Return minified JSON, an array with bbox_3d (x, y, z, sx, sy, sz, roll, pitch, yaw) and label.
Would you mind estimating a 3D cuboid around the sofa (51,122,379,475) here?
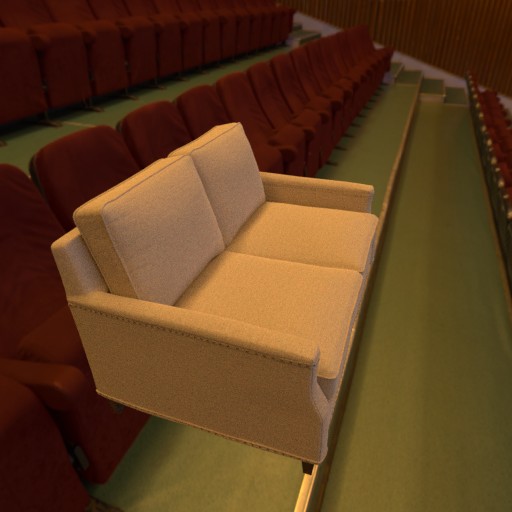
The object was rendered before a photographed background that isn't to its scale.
[{"bbox_3d":[0.000,0.000,2.234,1.084,1.003,1.597,10,32,17],"label":"sofa"}]
